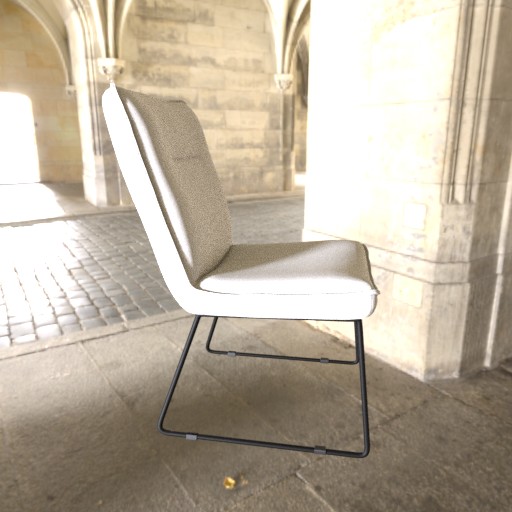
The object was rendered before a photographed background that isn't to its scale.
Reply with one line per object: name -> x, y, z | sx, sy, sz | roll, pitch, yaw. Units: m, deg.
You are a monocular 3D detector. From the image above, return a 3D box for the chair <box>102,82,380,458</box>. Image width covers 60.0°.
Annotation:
chair -> 0.000, 0.000, 1.322 | 0.688, 0.930, 0.515 | 3, 15, 10
